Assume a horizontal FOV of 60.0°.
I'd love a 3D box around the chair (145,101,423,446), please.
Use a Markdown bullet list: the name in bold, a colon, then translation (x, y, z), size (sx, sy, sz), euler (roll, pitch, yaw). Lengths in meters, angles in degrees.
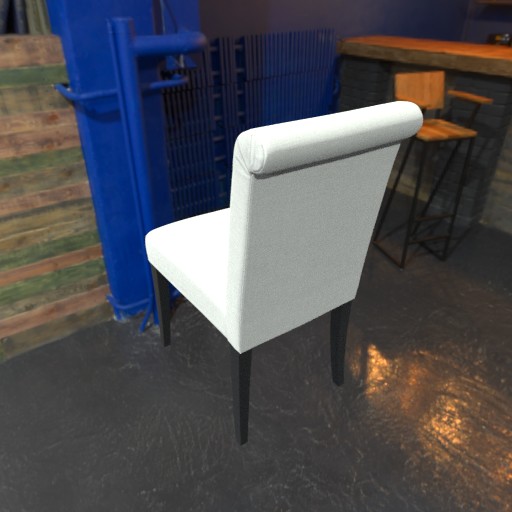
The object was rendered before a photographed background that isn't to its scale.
- **chair**: translation (0.000, 0.000, 1.369), size (0.452, 0.976, 0.708), euler (-20, 36, -29)
